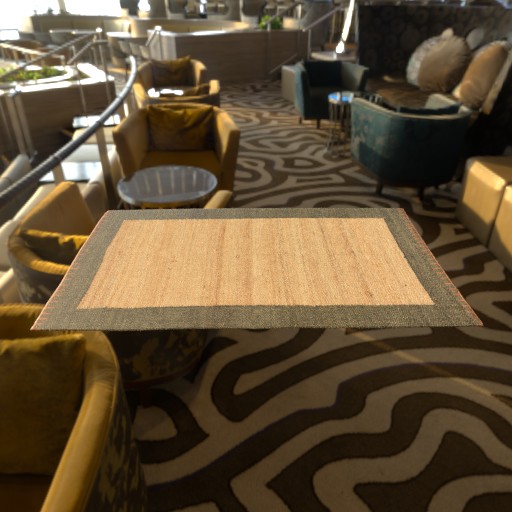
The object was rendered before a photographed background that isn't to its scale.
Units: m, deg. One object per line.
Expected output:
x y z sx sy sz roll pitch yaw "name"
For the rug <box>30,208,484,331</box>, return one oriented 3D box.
0.000 0.000 2.999 2.435 0.006 1.521 0 31 0 "rug"
